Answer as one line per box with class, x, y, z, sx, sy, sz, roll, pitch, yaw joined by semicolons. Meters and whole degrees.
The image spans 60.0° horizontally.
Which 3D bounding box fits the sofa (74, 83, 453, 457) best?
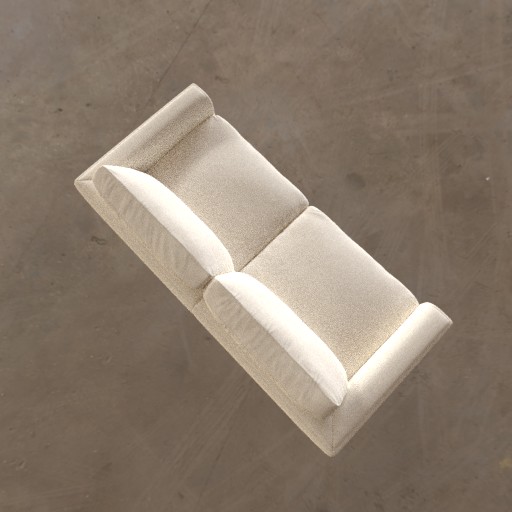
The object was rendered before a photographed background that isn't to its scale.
sofa;0.000;0.000;2.806;1.070;0.801;2.262;-43;79;-10
